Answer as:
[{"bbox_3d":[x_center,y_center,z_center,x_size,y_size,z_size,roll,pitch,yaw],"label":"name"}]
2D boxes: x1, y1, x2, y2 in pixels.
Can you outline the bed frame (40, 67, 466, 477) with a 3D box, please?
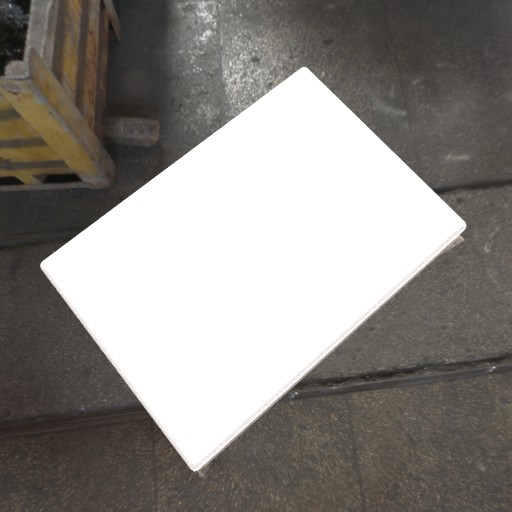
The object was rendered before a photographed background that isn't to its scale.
[{"bbox_3d":[0.000,0.000,2.614,1.945,0.497,1.445,-39,79,-10],"label":"bed frame"}]
